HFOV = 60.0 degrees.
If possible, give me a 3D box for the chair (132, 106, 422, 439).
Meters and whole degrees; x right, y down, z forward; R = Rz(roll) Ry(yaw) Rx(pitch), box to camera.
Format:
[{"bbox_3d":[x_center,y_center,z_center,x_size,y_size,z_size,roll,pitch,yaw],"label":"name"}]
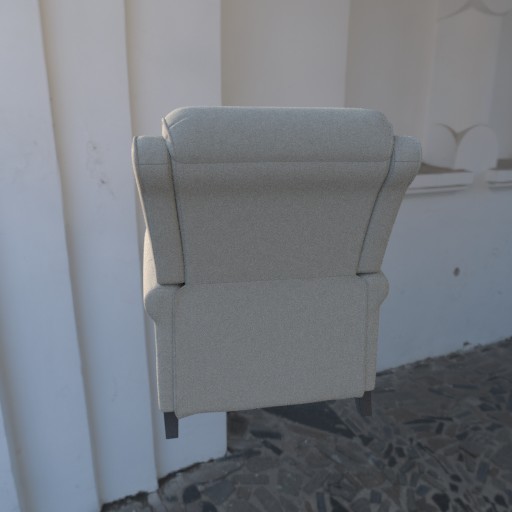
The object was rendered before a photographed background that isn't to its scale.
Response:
[{"bbox_3d":[0.000,0.000,1.707,0.859,1.046,0.919,-3,15,-10],"label":"chair"}]
